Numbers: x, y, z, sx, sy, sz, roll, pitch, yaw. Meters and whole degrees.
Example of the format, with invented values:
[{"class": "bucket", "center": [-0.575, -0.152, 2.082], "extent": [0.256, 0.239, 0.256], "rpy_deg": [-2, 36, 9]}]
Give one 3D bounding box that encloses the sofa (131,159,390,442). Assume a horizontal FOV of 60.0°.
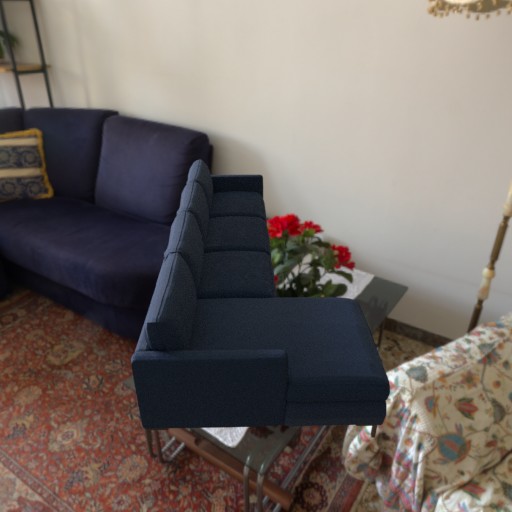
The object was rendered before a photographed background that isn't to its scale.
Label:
[{"class": "sofa", "center": [0.000, 0.000, 2.977], "extent": [1.128, 0.679, 2.450], "rpy_deg": [-1, 29, -2]}]
